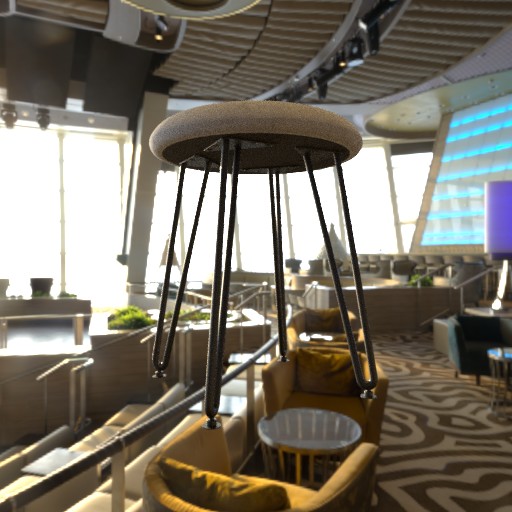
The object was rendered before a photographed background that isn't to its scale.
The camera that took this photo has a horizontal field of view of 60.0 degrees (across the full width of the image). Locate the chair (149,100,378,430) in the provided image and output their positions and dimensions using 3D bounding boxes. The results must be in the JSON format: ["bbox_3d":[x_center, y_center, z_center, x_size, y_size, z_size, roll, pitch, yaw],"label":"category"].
[{"bbox_3d":[0.000,0.000,0.659,0.350,0.386,0.350,0,0,18],"label":"chair"}]
